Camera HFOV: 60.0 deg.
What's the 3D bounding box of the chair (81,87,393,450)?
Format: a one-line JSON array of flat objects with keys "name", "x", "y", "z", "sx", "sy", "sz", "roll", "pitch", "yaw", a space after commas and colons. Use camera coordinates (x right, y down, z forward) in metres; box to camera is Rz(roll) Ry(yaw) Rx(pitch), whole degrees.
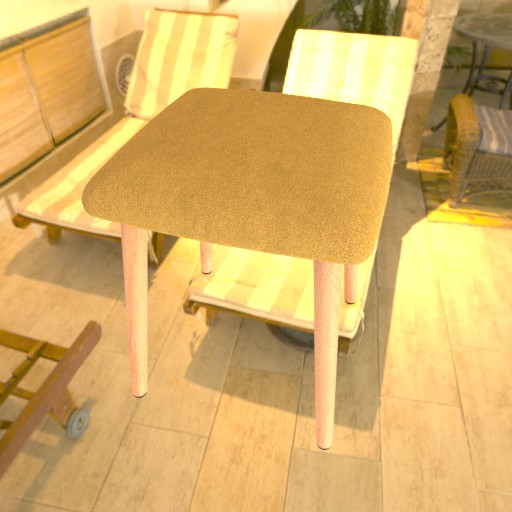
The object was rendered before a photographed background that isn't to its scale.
[{"name": "chair", "x": 0.000, "y": 0.000, "z": 0.703, "sx": 0.350, "sy": 0.440, "sz": 0.350, "roll": 11, "pitch": 42, "yaw": 12}]
